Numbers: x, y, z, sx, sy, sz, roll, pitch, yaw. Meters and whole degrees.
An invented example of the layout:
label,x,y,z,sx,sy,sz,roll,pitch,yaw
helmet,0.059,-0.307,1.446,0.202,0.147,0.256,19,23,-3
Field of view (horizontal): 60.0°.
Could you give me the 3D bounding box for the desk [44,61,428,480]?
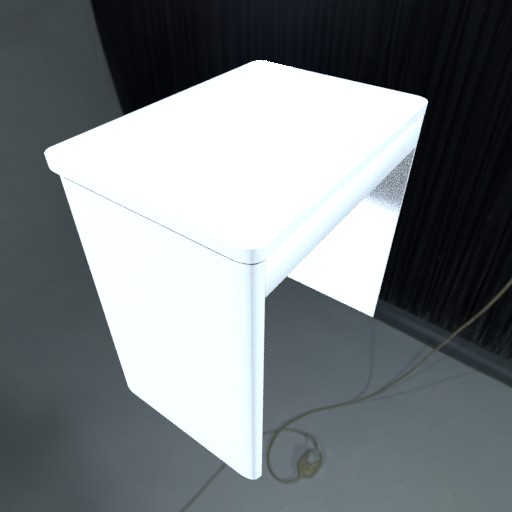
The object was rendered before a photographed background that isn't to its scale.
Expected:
label,x,y,z,sx,sy,sz,roll,pitch,yaw
desk,0.000,0.000,1.272,0.549,0.800,0.762,25,46,27
